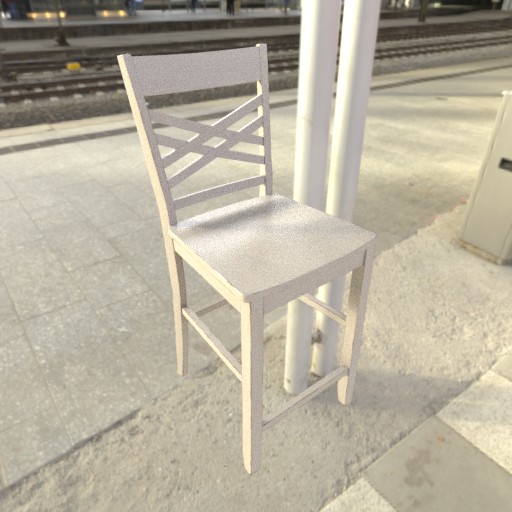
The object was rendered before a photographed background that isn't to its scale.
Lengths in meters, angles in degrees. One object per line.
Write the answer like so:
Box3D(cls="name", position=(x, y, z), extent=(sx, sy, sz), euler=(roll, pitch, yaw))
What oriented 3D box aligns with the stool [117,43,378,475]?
Box3D(cls="stool", position=(0.000, 0.000, 1.307), extent=(0.462, 1.079, 0.539), euler=(-22, 37, -32))
